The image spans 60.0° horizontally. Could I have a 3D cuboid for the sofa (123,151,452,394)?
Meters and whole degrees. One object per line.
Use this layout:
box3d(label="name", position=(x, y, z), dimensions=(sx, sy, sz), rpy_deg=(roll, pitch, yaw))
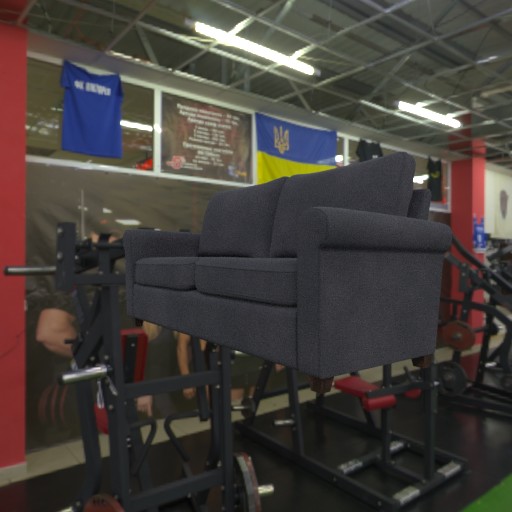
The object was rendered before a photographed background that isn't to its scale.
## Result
box3d(label="sofa", position=(0.000, 0.000, 2.466), dimensions=(0.842, 0.942, 1.935), rpy_deg=(0, 0, -36))
